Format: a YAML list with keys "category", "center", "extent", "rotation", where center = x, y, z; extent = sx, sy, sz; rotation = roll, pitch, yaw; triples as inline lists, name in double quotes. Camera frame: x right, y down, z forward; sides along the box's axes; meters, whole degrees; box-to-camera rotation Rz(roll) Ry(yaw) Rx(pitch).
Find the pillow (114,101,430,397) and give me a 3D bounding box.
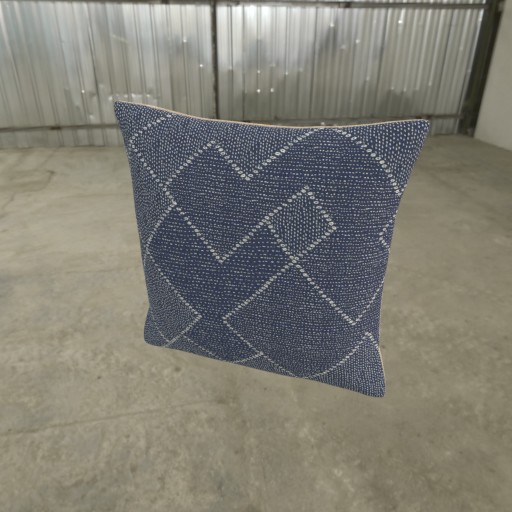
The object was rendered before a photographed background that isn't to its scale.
- category: "pillow"
  center: [0.000, 0.000, 0.672]
  extent: [0.435, 0.428, 0.148]
  rotation: [9, 29, 17]
